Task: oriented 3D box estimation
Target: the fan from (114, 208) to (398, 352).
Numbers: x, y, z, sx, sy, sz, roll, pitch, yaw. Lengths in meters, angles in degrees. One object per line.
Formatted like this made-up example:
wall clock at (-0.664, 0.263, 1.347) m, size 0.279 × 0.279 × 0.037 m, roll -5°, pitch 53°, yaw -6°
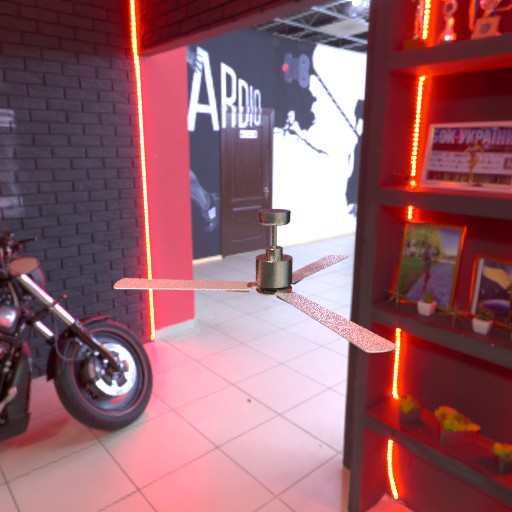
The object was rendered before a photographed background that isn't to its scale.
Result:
fan at (0.000, 0.000, 2.312) m, size 1.531 × 0.446 × 1.561 m, roll -2°, pitch 14°, yaw -9°
